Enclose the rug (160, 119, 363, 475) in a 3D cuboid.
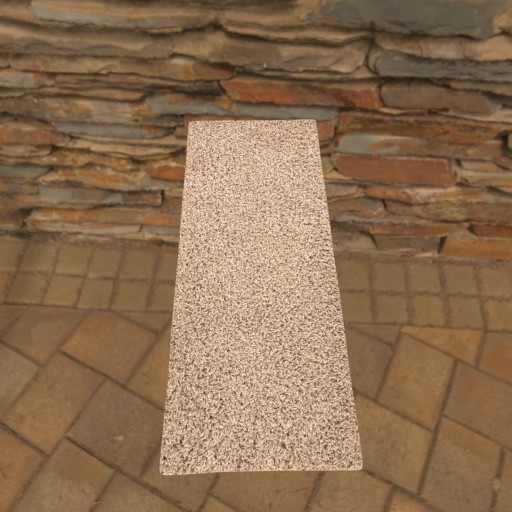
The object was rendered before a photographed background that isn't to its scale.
[{"bbox_3d":[0.000,0.000,1.725,0.609,0.030,1.524,-1,58,-1],"label":"rug"}]
